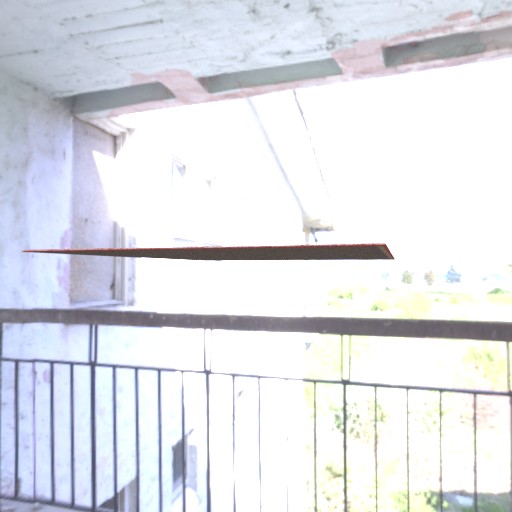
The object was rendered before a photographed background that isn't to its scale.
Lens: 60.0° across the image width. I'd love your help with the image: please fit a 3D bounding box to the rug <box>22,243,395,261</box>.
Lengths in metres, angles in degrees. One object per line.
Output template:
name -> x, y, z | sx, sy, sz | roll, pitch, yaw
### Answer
rug -> 0.000, 0.000, 4.152 | 2.441, 0.016, 3.050 | -1, -2, 18
